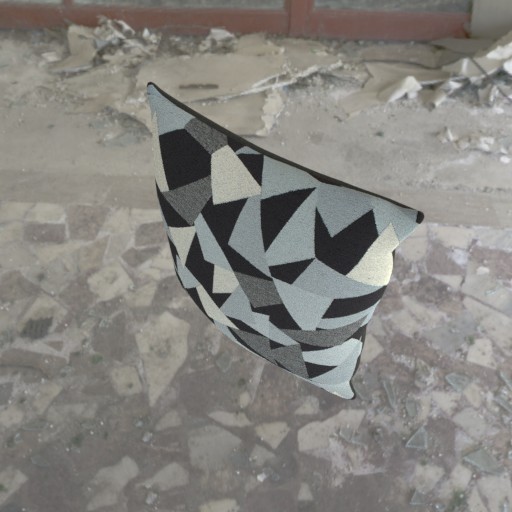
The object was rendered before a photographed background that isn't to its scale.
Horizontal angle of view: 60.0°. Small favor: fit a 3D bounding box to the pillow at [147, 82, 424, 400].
[{"bbox_3d":[0.000,0.000,0.797,0.503,0.496,0.208,32,55,26],"label":"pillow"}]
